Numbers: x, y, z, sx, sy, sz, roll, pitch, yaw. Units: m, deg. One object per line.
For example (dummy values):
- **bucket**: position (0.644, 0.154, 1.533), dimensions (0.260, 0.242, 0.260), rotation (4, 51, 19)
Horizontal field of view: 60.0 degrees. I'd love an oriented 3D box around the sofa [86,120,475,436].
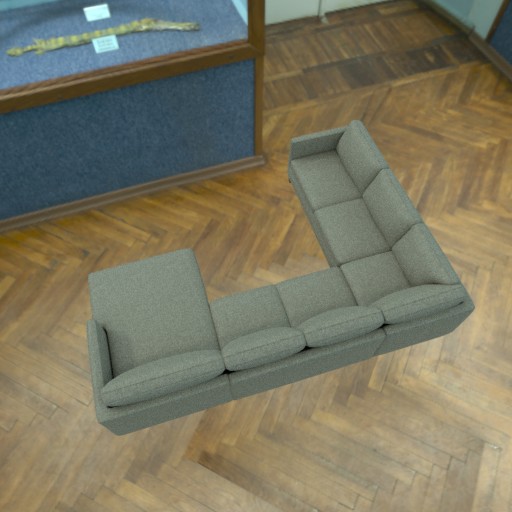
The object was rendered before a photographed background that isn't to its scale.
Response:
- **sofa**: position (0.000, 0.000, 4.545), dimensions (3.403, 0.889, 2.551), rotation (-15, 60, -9)
